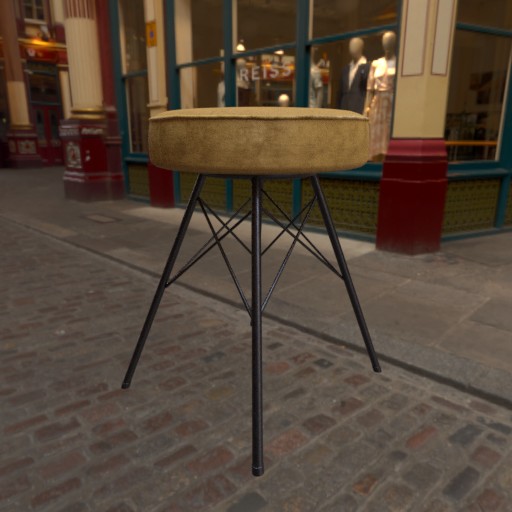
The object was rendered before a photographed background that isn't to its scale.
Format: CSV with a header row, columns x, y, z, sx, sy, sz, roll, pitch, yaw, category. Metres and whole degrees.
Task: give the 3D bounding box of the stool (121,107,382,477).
x,y,z,sx,sy,sz,roll,pitch,yaw,category
0.000,0.000,0.951,0.438,0.595,0.472,14,21,41,stool
